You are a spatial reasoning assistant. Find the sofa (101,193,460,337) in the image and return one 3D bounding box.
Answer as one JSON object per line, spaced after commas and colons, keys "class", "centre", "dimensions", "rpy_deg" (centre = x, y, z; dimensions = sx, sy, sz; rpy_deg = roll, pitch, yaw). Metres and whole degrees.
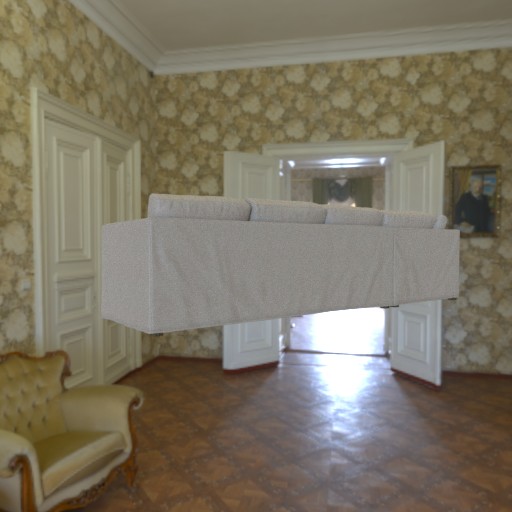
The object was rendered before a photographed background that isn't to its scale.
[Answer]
{"class": "sofa", "centre": [0.000, 0.000, 4.387], "dimensions": [3.182, 0.871, 2.432], "rpy_deg": [-1, 1, -35]}
